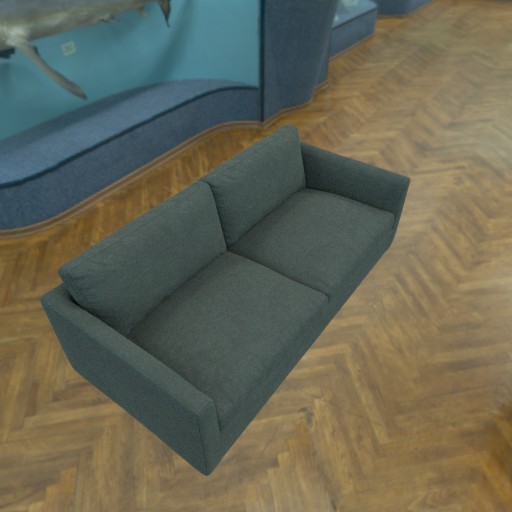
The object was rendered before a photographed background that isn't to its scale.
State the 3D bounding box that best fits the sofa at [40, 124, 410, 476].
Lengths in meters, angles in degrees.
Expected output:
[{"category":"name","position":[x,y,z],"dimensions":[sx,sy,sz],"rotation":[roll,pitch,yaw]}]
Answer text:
[{"category":"sofa","position":[0.000,0.000,2.810],"dimensions":[1.092,0.838,2.257],"rotation":[26,47,26]}]
